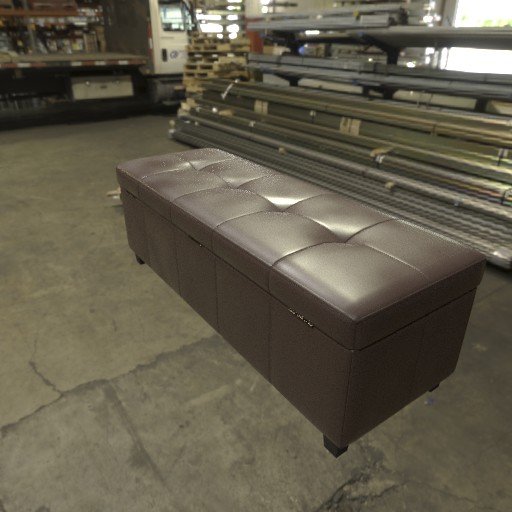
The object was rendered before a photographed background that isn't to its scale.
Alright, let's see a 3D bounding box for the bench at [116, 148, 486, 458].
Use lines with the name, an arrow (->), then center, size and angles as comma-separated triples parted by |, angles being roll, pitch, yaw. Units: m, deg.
bench -> 0.000, 0.000, 1.403 | 0.450, 0.417, 1.219 | -18, 32, -31
